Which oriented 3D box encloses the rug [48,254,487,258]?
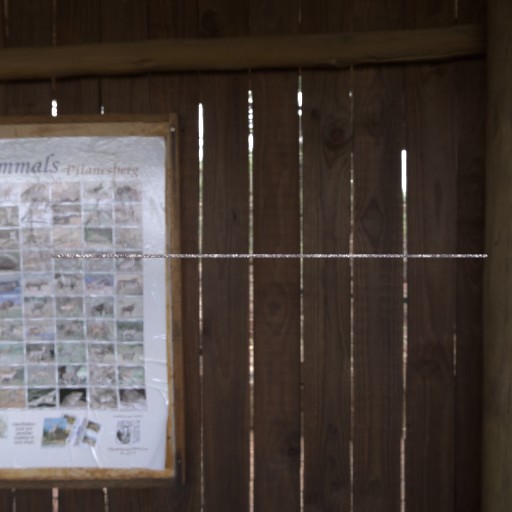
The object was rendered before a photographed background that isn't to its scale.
[{"bbox_3d":[0.000,0.000,2.283,1.814,0.012,1.186,0,0,-17],"label":"rug"}]
